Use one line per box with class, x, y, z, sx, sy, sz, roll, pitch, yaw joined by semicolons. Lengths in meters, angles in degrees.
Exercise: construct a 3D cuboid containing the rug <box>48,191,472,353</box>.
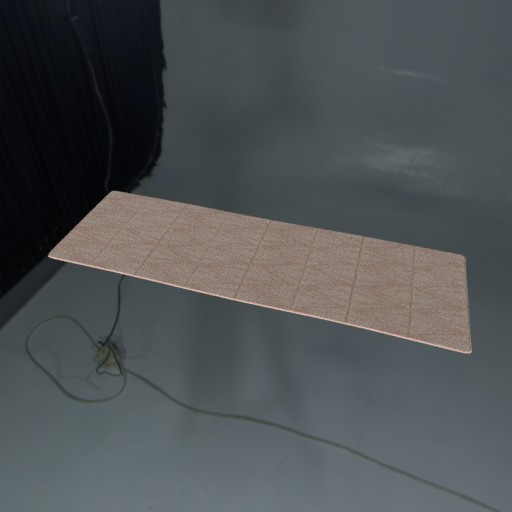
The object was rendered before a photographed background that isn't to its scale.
rug;0.000;0.000;2.696;2.435;0.015;0.760;12;43;13
